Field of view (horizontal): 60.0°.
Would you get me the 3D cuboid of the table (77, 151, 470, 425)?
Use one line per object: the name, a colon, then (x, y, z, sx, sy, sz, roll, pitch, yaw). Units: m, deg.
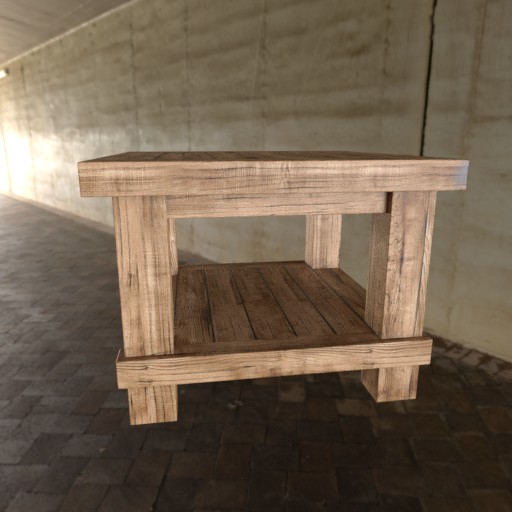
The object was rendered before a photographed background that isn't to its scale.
table: (0.000, 0.000, 1.024, 0.610, 0.457, 0.610, -2, 15, -9)
